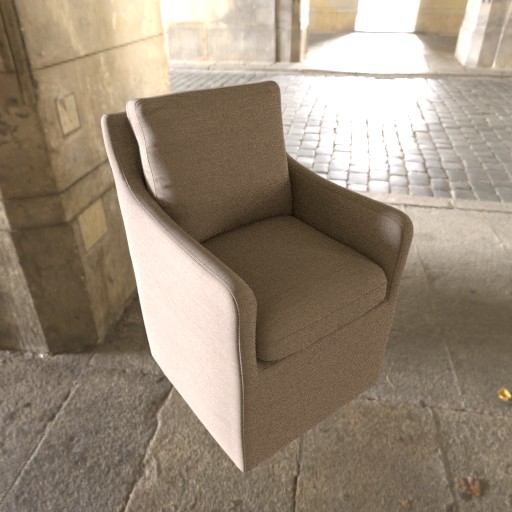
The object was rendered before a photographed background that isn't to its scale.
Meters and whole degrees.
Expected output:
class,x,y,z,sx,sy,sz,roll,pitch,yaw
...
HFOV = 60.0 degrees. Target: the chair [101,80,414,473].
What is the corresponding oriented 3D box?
class,x,y,z,sx,sy,sz,roll,pitch,yaw
chair,0.000,0.000,1.360,0.626,0.914,0.694,-21,38,-31
